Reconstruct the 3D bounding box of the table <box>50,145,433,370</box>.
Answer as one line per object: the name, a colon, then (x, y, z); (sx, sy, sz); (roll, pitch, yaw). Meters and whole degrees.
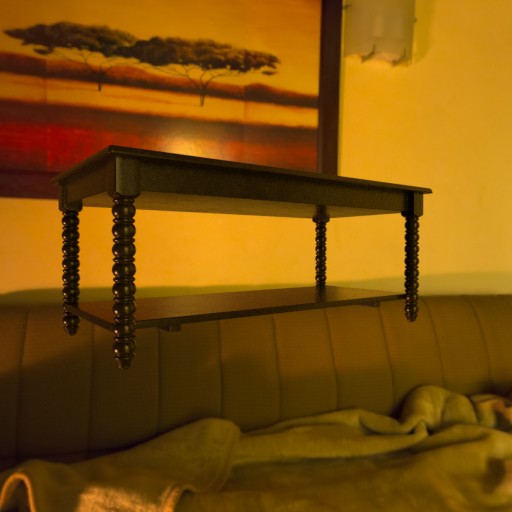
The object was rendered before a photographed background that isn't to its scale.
table: (0.000, 0.000, 1.498); (1.171, 0.487, 0.580); (-1, 1, -36)
